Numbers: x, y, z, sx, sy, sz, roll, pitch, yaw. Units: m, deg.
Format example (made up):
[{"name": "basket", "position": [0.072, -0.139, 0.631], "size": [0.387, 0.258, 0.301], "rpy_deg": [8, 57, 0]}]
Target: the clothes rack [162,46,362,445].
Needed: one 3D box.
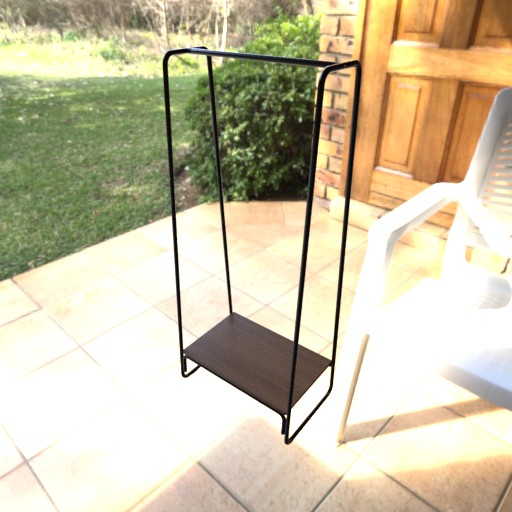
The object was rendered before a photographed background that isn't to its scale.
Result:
[{"name": "clothes rack", "position": [0.000, 0.000, 1.800], "size": [0.640, 1.500, 0.400], "rpy_deg": [22, 37, 32]}]
